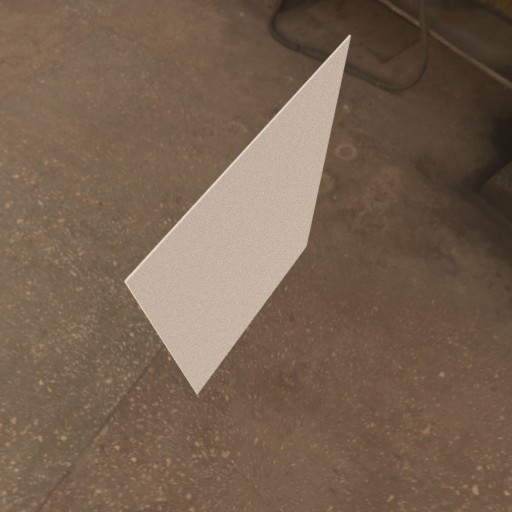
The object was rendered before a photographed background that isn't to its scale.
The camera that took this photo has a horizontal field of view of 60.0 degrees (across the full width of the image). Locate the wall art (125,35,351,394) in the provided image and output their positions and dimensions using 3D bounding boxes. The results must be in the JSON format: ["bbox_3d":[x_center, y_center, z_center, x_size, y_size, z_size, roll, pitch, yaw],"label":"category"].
[{"bbox_3d":[0.000,0.000,0.800,0.003,0.610,0.457,32,67,15],"label":"wall art"}]
